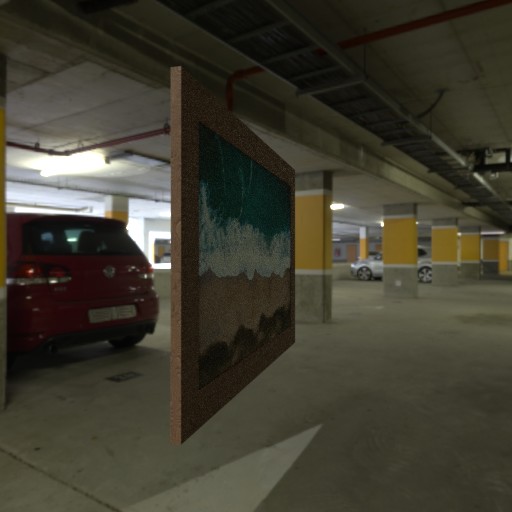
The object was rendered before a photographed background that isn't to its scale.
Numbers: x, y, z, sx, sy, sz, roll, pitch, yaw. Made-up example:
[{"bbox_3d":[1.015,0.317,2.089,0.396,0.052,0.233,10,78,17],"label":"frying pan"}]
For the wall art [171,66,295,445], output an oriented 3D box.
[{"bbox_3d":[0.000,0.000,1.174,0.019,0.626,0.917,0,0,17],"label":"wall art"}]
